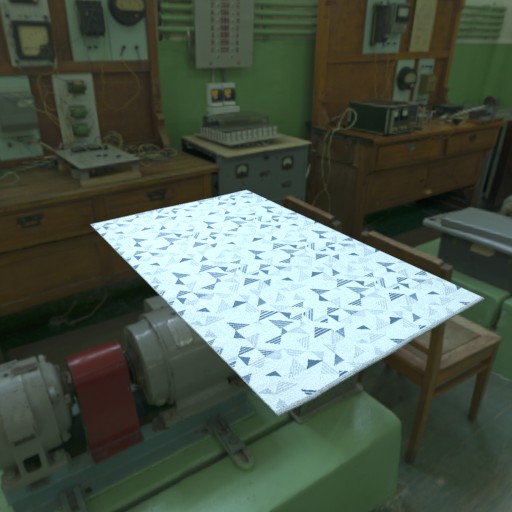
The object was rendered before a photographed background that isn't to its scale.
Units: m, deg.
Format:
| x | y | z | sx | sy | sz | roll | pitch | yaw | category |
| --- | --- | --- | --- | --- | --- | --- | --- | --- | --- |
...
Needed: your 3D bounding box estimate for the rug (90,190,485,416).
| x | y | z | sx | sy | sz | roll | pitch | yaw | category |
| --- | --- | --- | --- | --- | --- | --- | --- | --- | --- |
| 0.000 | 0.000 | 3.048 | 1.512 | 0.009 | 2.457 | -18 | 32 | -31 | rug |
